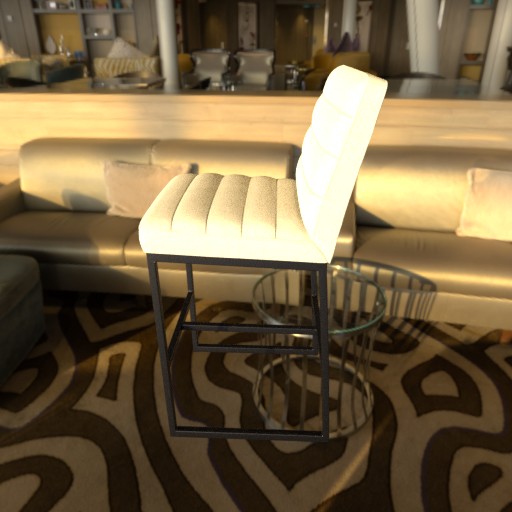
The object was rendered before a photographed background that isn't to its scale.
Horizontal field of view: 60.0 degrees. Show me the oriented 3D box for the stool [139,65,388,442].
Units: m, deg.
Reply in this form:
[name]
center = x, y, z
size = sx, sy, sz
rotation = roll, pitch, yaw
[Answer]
[stool]
center = 0.000, 0.000, 1.327
size = 0.560, 1.040, 0.460
rotation = 1, 26, 2
